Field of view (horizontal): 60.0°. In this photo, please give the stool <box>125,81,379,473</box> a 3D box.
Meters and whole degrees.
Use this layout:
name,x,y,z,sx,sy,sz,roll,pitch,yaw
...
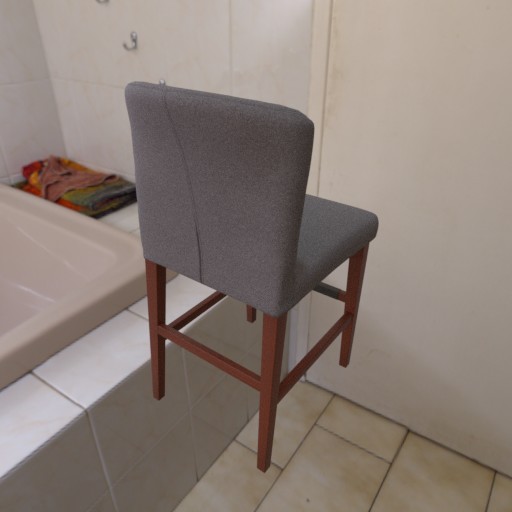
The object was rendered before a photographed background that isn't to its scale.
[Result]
name,x,y,z,sx,sy,sz,roll,pitch,yaw
stool,0.000,0.000,1.241,0.481,0.968,0.568,21,36,31
